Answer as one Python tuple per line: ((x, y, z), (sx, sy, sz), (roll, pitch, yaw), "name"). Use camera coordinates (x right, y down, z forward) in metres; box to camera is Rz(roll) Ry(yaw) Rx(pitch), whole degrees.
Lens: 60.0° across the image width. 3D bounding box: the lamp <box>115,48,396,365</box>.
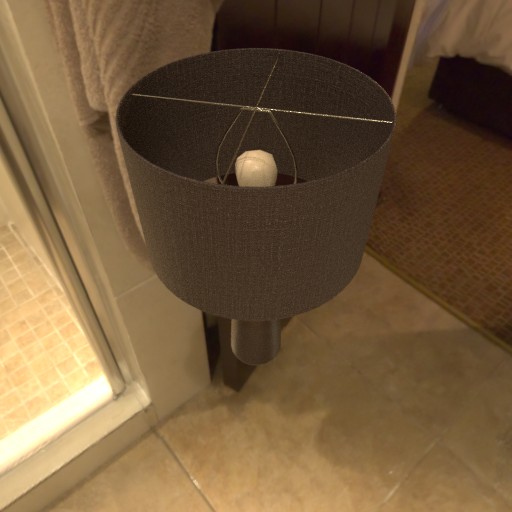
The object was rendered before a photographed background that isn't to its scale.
((0.000, 0.000, 0.664), (0.303, 0.488, 0.303), (0, 46, 0), "lamp")
